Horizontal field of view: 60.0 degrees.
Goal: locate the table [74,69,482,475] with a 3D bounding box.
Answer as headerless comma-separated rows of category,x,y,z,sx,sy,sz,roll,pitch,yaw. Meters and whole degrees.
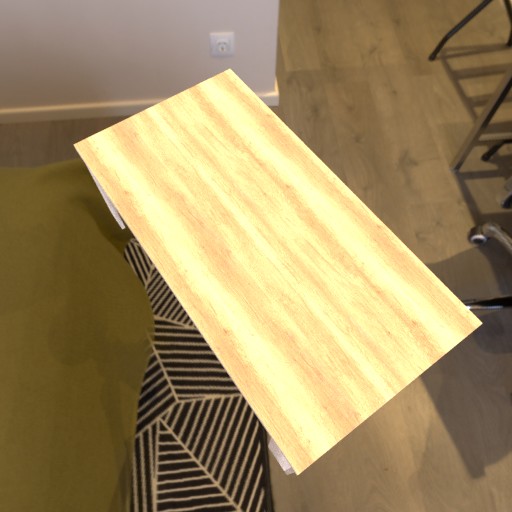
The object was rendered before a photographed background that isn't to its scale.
table,0.000,0.000,1.688,0.700,0.460,1.350,-32,67,-16
